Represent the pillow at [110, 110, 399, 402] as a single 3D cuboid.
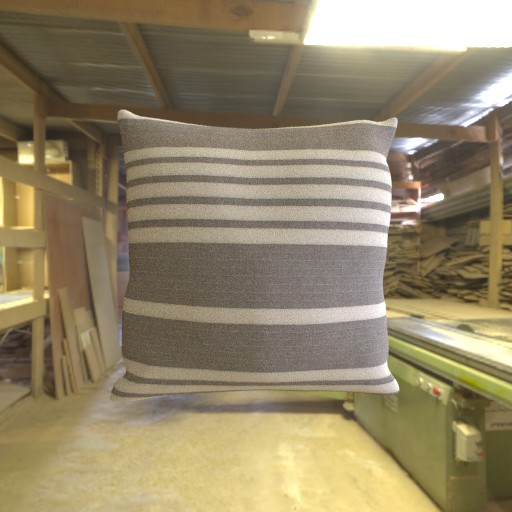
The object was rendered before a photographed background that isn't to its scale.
[{"bbox_3d":[0.000,0.000,0.671,0.439,0.440,0.182,0,-1,-2],"label":"pillow"}]
